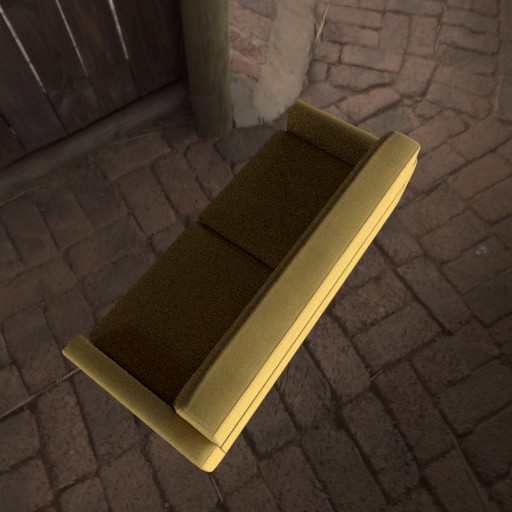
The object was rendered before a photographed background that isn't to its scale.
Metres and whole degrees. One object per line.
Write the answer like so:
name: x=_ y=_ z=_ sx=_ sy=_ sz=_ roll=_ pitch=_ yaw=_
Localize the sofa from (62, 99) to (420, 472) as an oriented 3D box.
sofa: x=0.000 y=0.000 z=2.479 sx=0.909 sy=0.841 sz=2.029 roll=32 pitch=67 yaw=16
